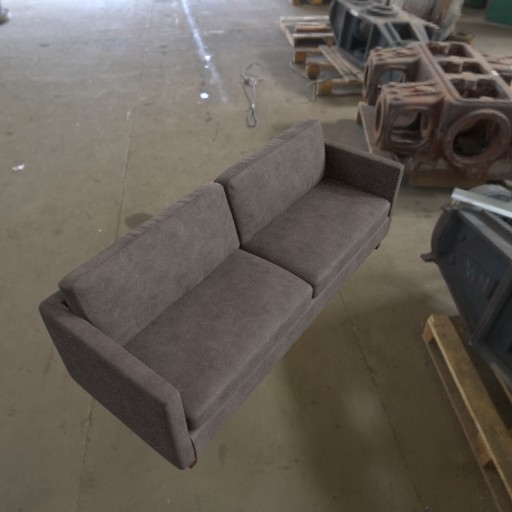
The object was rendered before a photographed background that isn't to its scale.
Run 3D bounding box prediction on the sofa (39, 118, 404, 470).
[{"bbox_3d":[0.000,0.000,2.889,0.951,0.965,2.434,27,48,27],"label":"sofa"}]
